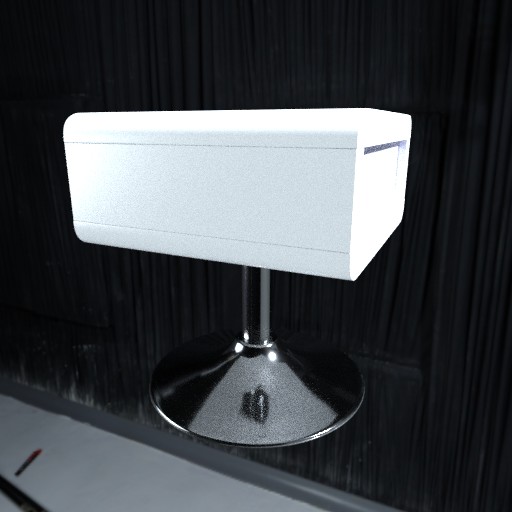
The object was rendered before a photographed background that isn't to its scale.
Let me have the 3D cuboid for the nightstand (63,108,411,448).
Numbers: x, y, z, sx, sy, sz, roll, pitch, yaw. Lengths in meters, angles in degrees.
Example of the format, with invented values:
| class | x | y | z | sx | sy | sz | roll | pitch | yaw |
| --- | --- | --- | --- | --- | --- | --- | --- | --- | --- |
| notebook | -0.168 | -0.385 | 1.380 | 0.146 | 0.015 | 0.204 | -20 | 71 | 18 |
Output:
| class | x | y | z | sx | sy | sz | roll | pitch | yaw |
| --- | --- | --- | --- | --- | --- | --- | --- | --- | --- |
| nightstand | 0.000 | 0.000 | 0.733 | 0.404 | 0.447 | 0.399 | 8 | 18 | 24 |
